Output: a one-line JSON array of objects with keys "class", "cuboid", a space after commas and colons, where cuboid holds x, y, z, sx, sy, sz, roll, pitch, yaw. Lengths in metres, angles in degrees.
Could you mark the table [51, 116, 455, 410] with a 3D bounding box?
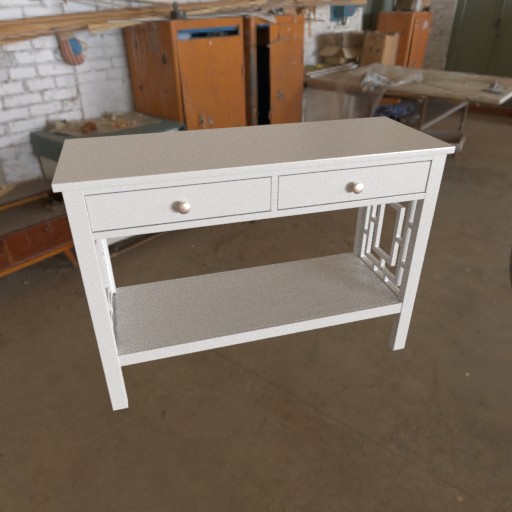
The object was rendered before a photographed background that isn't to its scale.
[{"class": "table", "cuboid": [0.000, 0.000, 1.470, 1.068, 0.753, 0.397, -8, 31, -14]}]
